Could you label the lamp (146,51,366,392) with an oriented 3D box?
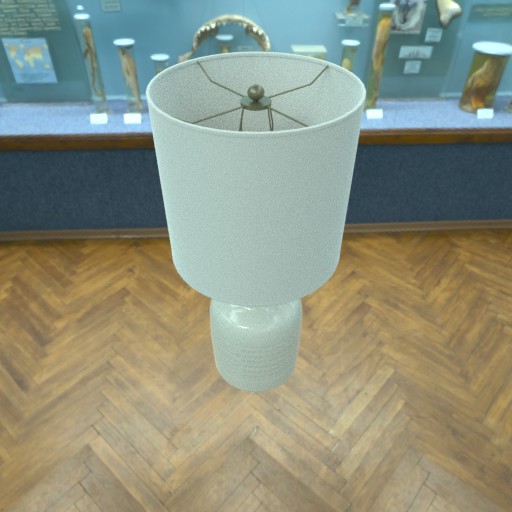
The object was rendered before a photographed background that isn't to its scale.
[{"bbox_3d":[0.000,0.000,0.512,0.188,0.392,0.188,-1,41,-1],"label":"lamp"}]
